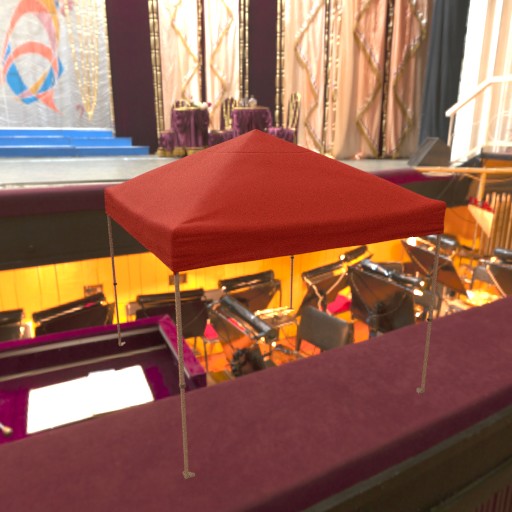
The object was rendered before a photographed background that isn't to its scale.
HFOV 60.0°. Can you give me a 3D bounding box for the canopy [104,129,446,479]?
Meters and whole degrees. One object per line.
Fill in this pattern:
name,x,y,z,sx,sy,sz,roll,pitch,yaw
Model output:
canopy,0.000,0.000,5.449,2.998,2.997,2.996,-8,17,-27
